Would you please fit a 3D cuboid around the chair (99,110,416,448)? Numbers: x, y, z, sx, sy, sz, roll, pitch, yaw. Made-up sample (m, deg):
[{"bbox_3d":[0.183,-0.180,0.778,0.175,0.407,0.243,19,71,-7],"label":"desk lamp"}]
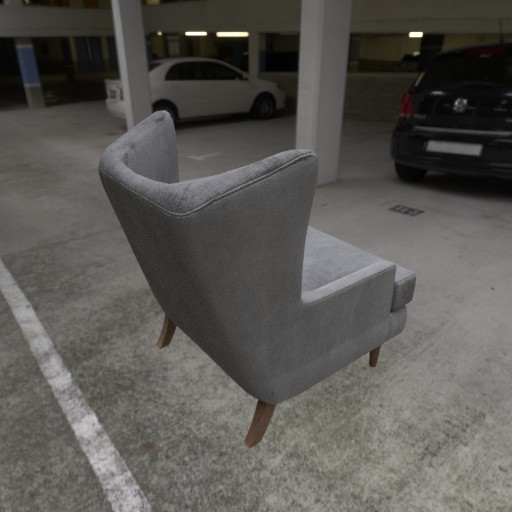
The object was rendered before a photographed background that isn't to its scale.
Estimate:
[{"bbox_3d":[0.000,0.000,1.605,0.906,0.950,0.784,-19,33,-33],"label":"chair"}]
